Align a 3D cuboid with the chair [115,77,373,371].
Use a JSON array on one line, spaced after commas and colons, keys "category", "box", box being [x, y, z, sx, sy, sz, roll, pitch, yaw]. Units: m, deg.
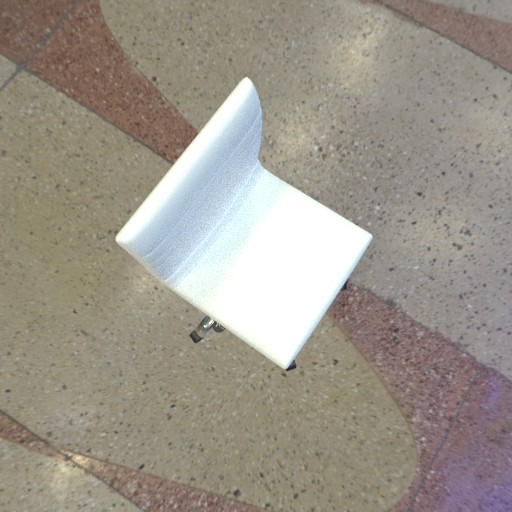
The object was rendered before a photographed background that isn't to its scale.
[{"category": "chair", "box": [0.000, 0.000, 1.136, 0.530, 0.780, 0.556, 34, 78, 8]}]
